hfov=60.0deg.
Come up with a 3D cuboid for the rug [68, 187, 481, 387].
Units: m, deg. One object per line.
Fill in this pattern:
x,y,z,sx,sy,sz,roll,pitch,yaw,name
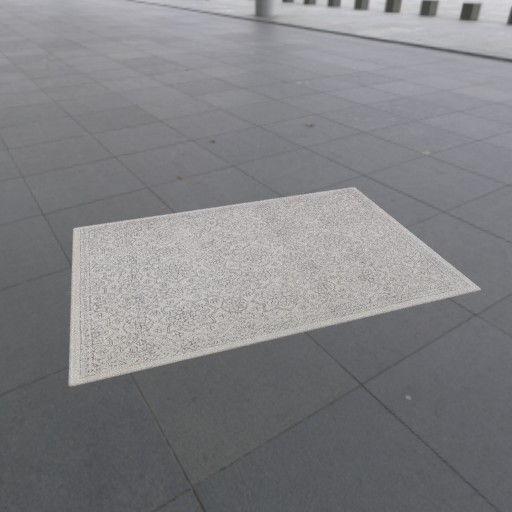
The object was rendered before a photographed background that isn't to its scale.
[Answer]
0.000,0.000,2.904,2.286,0.011,1.524,-10,34,-15,rug
